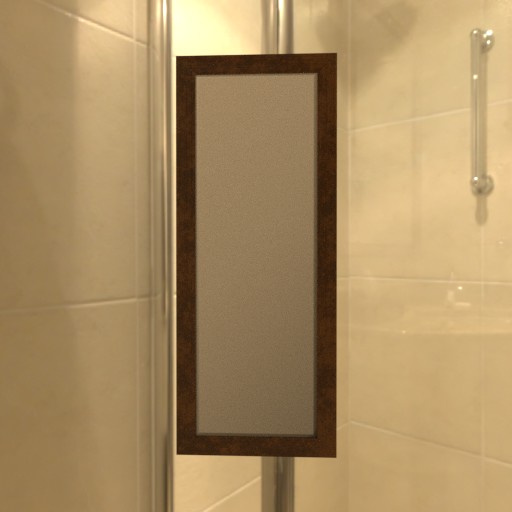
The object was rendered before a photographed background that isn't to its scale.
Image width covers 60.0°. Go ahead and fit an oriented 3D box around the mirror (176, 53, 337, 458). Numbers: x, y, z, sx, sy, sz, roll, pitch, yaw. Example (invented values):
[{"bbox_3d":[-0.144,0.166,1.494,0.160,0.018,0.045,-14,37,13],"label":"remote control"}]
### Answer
[{"bbox_3d":[0.000,0.000,2.256,0.812,2.031,0.032,0,0,2],"label":"mirror"}]
